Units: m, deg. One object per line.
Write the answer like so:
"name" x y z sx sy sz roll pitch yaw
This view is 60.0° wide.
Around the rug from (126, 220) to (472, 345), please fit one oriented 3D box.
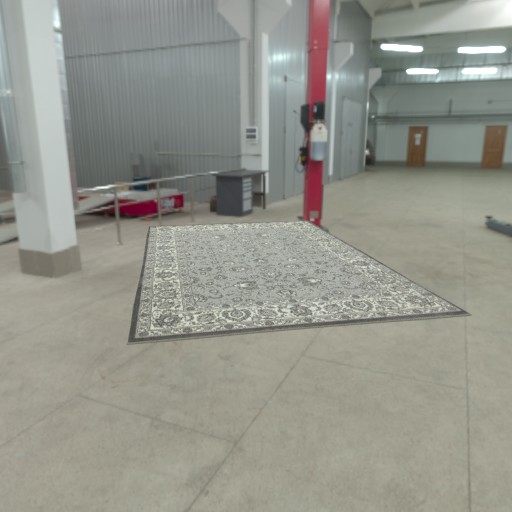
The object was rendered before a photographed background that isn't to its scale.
"rug" 0.000 0.000 3.025 1.524 0.011 2.438 -3 15 -11
